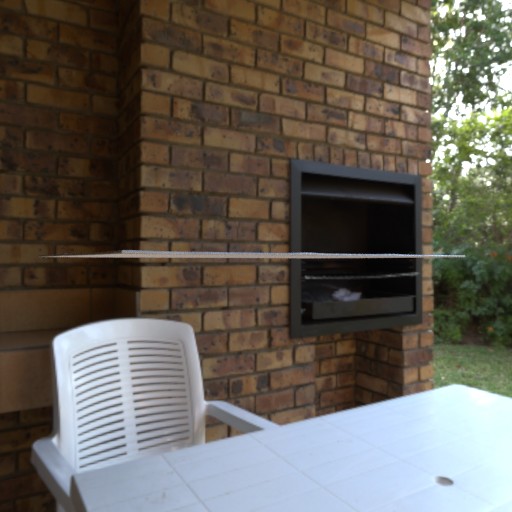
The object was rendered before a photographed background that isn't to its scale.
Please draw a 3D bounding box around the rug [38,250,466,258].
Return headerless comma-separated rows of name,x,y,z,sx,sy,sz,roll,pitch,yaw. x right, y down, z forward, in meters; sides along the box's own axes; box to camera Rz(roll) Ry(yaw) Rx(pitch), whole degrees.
rug,0.000,0.000,2.277,1.835,0.012,1.231,0,-1,-36
